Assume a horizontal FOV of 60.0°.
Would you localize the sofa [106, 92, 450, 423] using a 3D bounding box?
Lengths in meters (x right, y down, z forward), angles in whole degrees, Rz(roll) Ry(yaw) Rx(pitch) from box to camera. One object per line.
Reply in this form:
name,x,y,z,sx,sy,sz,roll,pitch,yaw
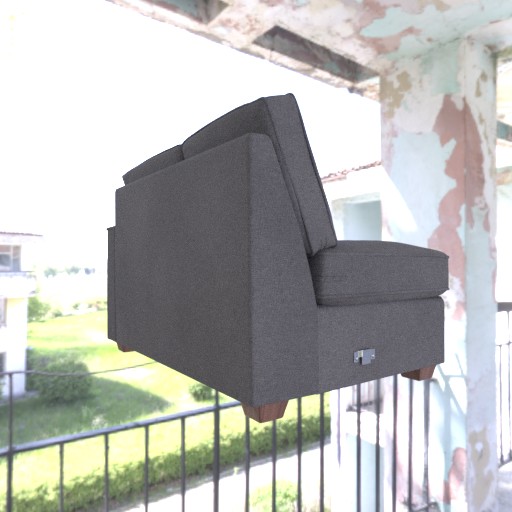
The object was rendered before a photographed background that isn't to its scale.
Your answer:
sofa,0.000,0.000,2.058,0.991,0.989,1.388,0,-1,-35
